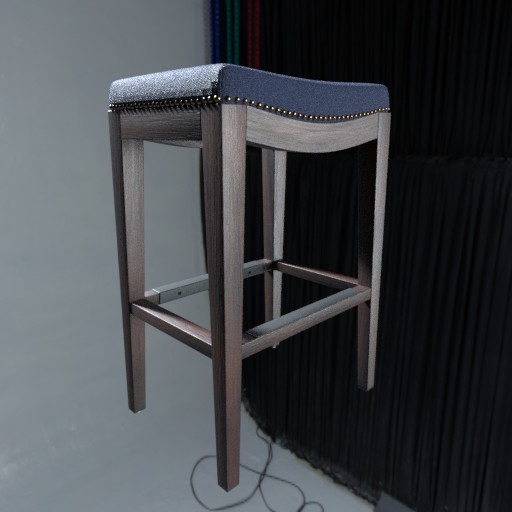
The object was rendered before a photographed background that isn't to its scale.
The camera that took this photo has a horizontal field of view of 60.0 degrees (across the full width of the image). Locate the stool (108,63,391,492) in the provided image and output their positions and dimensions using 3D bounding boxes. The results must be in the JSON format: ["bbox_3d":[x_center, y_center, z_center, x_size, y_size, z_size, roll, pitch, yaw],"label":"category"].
[{"bbox_3d":[0.000,0.000,0.999,0.498,0.740,0.358,-15,21,-42],"label":"stool"}]
